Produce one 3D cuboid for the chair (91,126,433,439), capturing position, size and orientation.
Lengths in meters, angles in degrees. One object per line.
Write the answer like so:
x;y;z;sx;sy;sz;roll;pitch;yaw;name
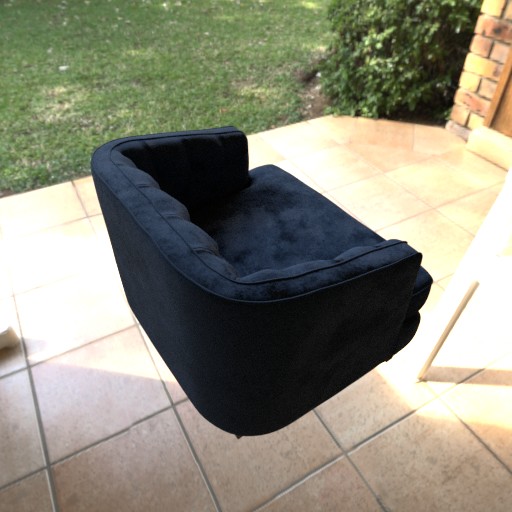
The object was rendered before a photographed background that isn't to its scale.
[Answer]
0.000;0.000;1.759;0.940;0.852;1.094;-25;48;-25;chair
